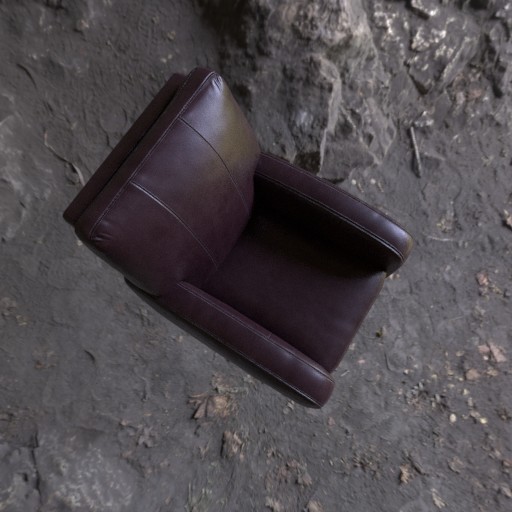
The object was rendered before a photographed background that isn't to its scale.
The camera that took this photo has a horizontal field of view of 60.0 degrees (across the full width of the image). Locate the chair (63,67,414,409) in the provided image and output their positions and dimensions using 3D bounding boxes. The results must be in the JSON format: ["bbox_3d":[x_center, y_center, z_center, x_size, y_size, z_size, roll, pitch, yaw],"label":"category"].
[{"bbox_3d":[0.000,0.000,1.685,0.990,0.990,0.762,31,77,8],"label":"chair"}]
